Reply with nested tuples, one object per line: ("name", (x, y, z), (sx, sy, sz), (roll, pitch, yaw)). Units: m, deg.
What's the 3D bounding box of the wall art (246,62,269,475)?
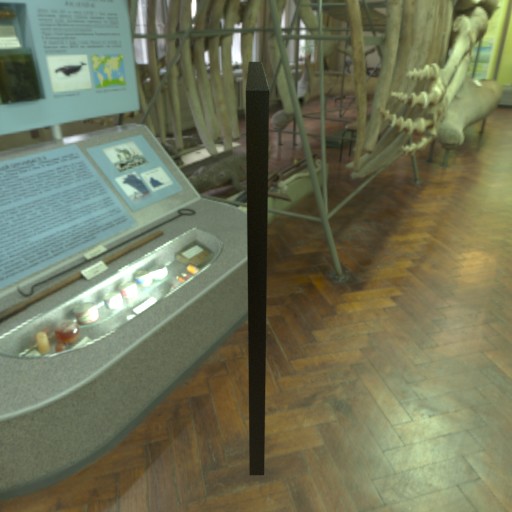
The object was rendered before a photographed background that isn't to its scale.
("wall art", (0.000, 0.000, 0.590), (0.019, 0.455, 0.314), (0, 27, 0))
